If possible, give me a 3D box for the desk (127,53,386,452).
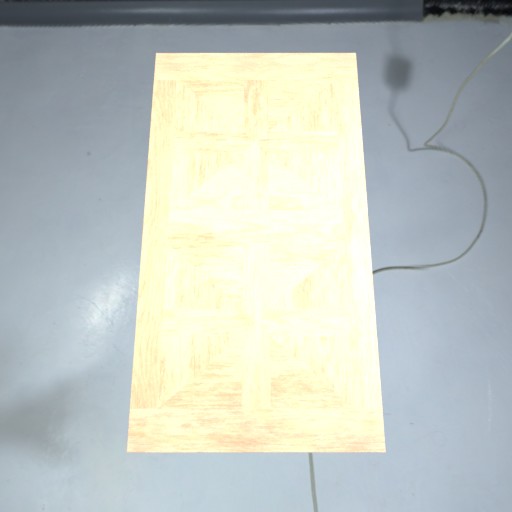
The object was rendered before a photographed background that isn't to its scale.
[{"bbox_3d":[0.000,0.000,1.962,0.813,0.762,1.499,0,74,0],"label":"desk"}]
